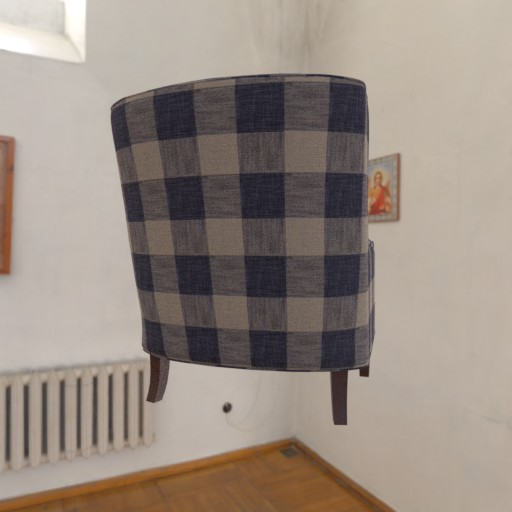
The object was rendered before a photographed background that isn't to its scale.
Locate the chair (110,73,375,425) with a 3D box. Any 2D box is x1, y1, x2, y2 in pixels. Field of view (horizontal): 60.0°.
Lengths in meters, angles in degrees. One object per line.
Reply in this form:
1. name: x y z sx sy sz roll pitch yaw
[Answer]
1. chair: 0.000 0.000 1.651 0.830 1.041 0.889 0 1 18
